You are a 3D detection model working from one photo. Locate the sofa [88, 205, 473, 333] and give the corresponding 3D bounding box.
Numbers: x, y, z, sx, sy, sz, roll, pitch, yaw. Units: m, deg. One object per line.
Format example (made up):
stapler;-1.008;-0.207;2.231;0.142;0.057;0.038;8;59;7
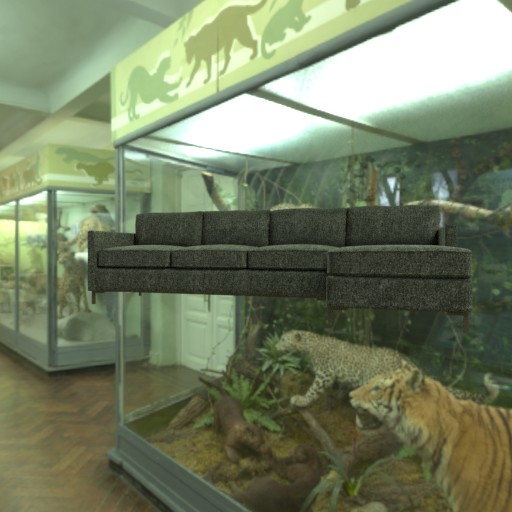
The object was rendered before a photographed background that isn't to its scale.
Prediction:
sofa;0.000;0.000;4.019;3.384;0.970;1.488;0;1;18
